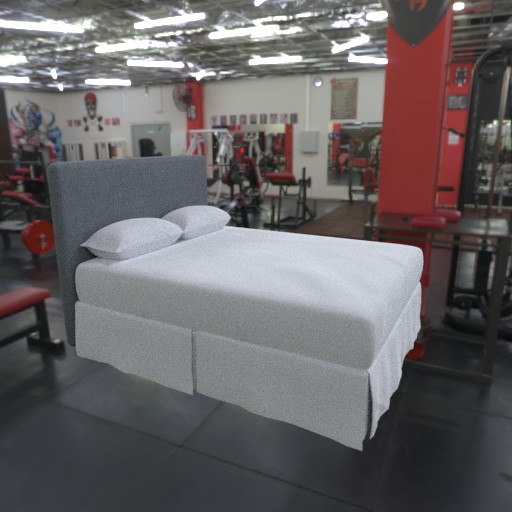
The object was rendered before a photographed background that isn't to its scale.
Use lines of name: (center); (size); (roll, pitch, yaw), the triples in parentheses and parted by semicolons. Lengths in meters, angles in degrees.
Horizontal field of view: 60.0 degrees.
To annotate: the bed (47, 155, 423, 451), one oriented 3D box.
bed: (0.000, 0.000, 3.140); (2.142, 1.330, 1.713); (8, 17, 27)
